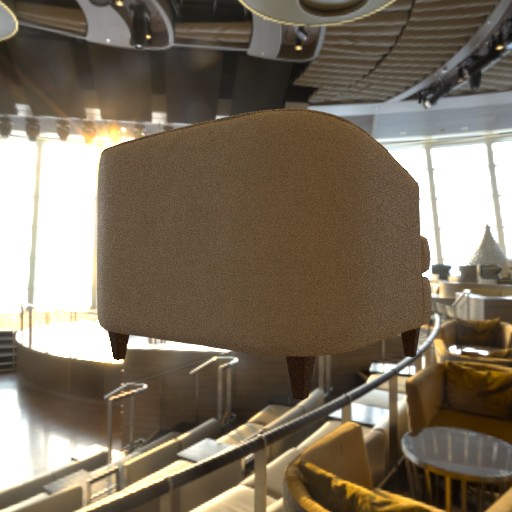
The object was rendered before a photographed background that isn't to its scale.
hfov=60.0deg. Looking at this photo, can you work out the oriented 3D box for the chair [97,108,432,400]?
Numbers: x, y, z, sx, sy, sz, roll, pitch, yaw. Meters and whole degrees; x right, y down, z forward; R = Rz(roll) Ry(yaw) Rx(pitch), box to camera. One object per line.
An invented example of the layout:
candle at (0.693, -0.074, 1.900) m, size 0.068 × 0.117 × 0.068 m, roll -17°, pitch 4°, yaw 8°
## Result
chair at (0.000, 0.000, 1.726) m, size 1.118 × 0.787 × 0.914 m, roll 0°, pitch -1°, yaw 36°
